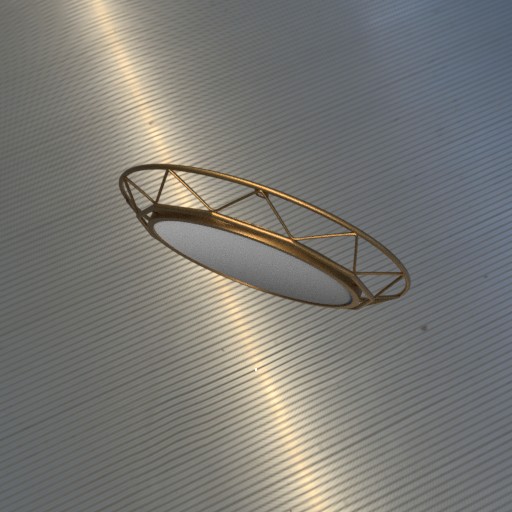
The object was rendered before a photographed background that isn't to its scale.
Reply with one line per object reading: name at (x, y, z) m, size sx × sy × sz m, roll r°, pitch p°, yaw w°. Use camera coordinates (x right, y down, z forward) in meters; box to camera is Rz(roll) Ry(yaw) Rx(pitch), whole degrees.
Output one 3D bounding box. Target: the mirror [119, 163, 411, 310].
mirror at (0.000, 0.000, 0.680) m, size 0.454 × 0.454 × 0.043 m, roll 19°, pitch 77°, yaw 5°
